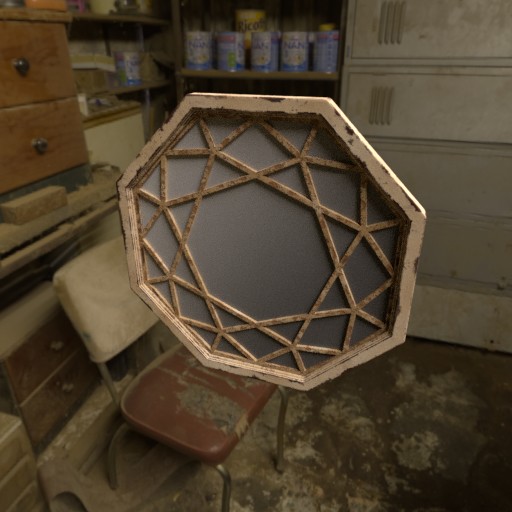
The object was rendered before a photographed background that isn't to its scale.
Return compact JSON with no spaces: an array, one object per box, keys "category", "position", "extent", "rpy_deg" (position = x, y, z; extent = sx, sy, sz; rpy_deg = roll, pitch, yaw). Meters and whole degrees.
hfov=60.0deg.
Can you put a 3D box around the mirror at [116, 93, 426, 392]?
[{"category":"mirror","position":[0.000,0.000,0.948],"extent":[0.648,0.648,0.031],"rpy_deg":[9,27,18]}]
